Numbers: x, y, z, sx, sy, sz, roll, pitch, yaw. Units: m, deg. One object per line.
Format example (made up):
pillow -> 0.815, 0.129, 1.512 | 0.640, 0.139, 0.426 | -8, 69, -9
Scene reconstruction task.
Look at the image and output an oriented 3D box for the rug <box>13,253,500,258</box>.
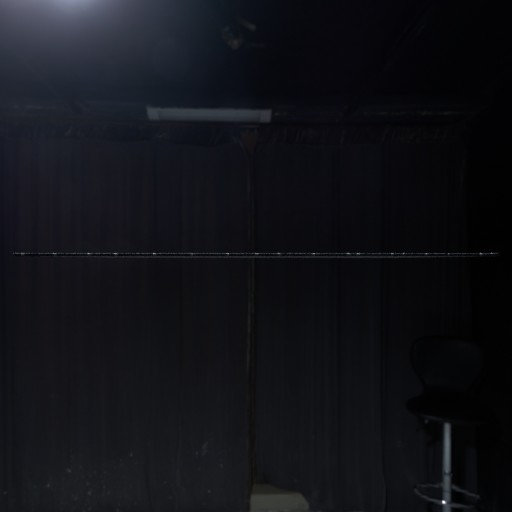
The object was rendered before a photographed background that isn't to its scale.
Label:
rug -> 0.000, 0.000, 2.259 | 1.830, 0.013, 1.223 | 0, 0, -1
